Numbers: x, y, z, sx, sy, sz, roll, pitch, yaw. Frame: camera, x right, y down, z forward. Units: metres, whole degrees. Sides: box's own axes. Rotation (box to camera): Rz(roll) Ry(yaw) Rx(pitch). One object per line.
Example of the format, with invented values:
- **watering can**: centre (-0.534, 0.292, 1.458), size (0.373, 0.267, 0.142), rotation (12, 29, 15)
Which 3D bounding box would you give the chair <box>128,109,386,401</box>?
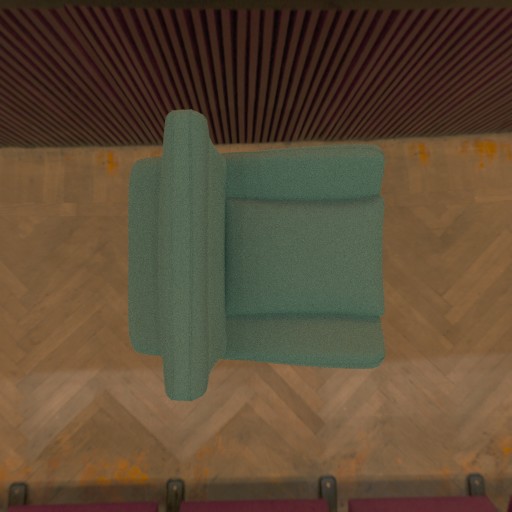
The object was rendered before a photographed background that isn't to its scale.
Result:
- **chair**: centre (0.000, 0.000, 1.683), size (1.008, 0.855, 0.859), rotation (0, 90, -2)
